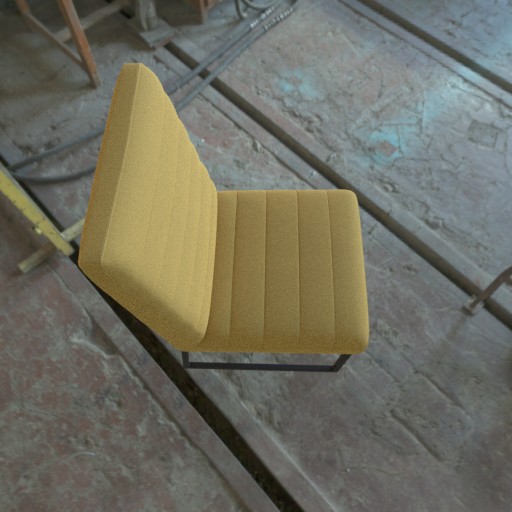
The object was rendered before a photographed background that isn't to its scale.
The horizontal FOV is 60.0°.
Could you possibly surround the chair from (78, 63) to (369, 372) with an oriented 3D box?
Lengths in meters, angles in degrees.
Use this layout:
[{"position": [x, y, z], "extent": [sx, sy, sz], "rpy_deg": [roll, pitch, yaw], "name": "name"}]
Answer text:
[{"position": [0.000, 0.000, 1.279], "extent": [0.634, 0.930, 0.520], "rpy_deg": [1, 64, 1], "name": "chair"}]
